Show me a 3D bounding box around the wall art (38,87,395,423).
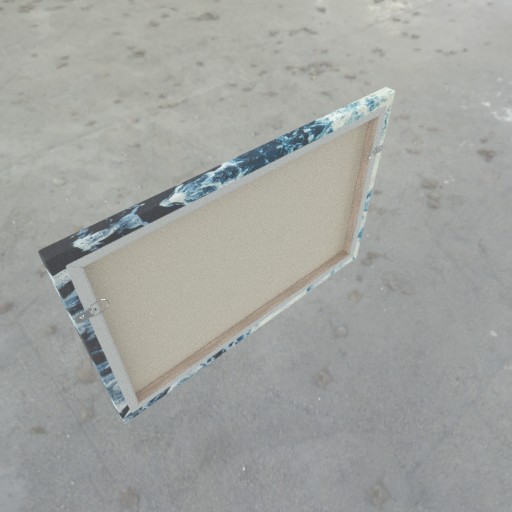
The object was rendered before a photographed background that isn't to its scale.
[{"bbox_3d":[0.000,0.000,1.900,1.524,1.017,0.055,-32,53,-27],"label":"wall art"}]
